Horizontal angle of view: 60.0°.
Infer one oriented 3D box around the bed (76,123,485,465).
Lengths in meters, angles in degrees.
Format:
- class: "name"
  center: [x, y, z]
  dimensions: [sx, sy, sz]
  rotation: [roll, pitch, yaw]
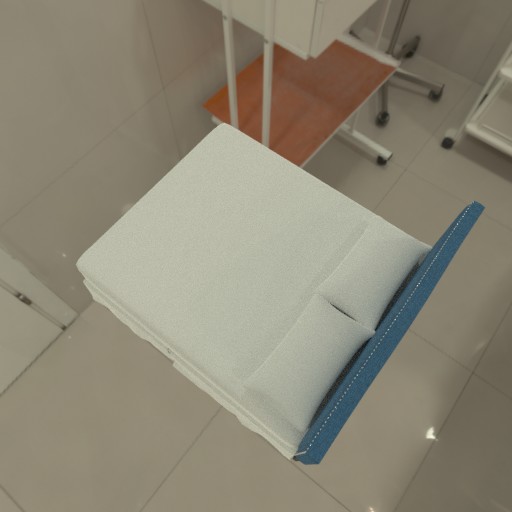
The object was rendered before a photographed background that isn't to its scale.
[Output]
- class: "bed"
  center: [0.000, 0.000, 2.796]
  dimensions: [1.872, 1.169, 1.610]
  rotation: [35, 69, 15]
